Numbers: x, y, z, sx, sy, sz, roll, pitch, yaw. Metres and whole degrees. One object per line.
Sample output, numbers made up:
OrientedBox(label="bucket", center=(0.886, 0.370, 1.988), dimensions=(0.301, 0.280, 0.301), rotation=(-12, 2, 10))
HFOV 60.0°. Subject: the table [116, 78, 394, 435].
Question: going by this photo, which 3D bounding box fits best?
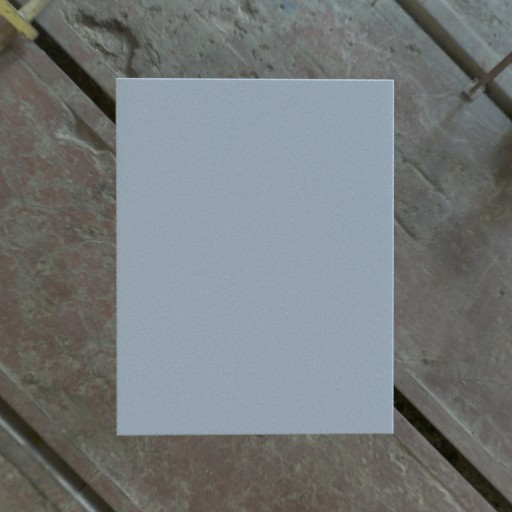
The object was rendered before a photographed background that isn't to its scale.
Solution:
OrientedBox(label="table", center=(0.000, 0.000, 1.021), dimensions=(0.451, 0.646, 0.564), rotation=(0, 90, -1))
